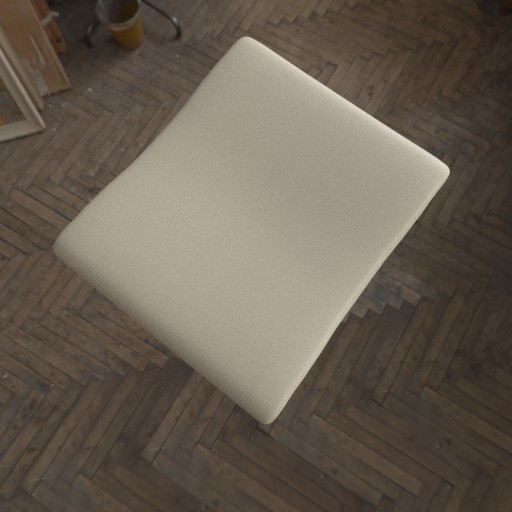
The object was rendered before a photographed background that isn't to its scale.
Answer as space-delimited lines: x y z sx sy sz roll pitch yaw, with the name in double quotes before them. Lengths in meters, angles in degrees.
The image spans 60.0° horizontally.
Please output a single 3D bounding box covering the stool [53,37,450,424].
"stool" 0.000 0.000 0.932 0.401 0.609 0.471 37 79 9
